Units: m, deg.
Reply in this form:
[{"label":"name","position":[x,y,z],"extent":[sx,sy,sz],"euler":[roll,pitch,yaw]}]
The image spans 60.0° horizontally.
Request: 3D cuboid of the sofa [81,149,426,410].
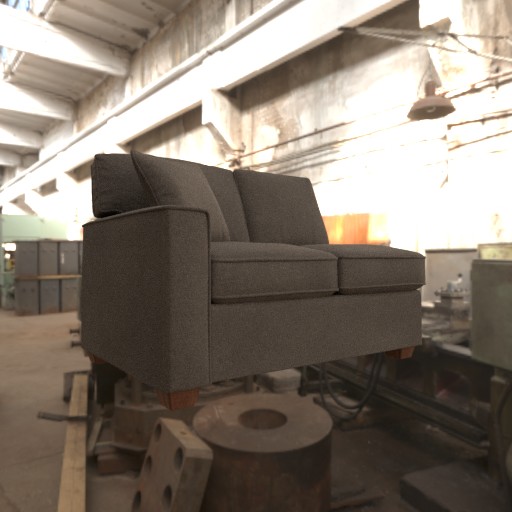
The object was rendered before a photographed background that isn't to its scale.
[{"label":"sofa","position":[0.000,0.000,2.134],"extent":[1.388,0.989,0.991],"euler":[0,-1,-37]}]
